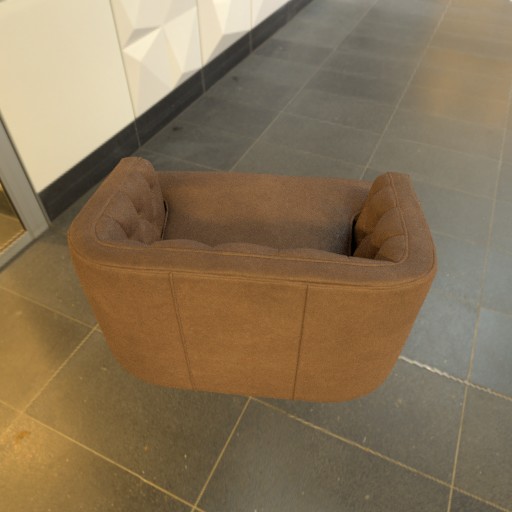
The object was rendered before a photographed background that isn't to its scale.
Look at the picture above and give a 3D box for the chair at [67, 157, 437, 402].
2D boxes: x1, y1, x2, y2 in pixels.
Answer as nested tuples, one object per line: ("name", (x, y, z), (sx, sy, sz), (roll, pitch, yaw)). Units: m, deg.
("chair", (0.000, 0.000, 1.695), (1.118, 0.787, 0.914), (4, 46, 4))
